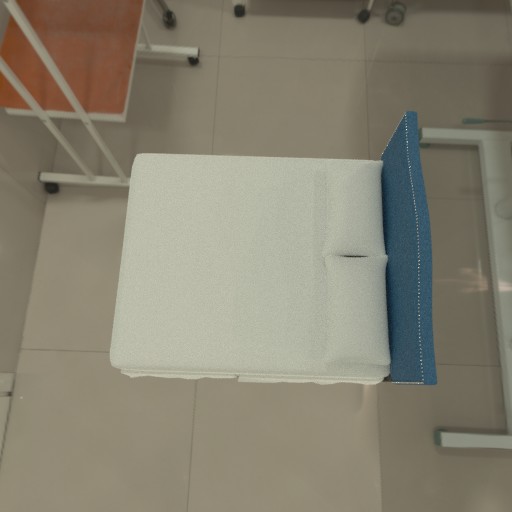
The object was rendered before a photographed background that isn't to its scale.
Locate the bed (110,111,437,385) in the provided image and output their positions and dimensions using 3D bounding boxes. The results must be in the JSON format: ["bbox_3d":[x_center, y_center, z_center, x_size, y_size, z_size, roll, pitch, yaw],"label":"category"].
[{"bbox_3d":[0.000,0.000,2.934,1.872,1.169,1.610,2,74,1],"label":"bed"}]
